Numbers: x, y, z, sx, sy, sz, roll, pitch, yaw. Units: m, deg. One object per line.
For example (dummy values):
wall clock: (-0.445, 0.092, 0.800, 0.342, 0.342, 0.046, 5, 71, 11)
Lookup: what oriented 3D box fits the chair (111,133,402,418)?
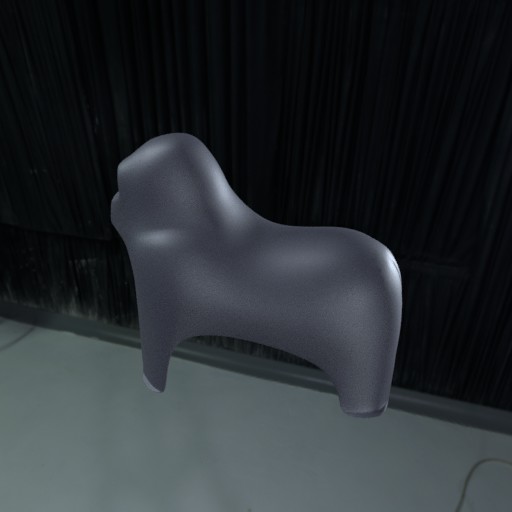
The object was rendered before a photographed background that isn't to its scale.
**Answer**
chair: (0.000, 0.000, 1.150, 0.758, 0.600, 0.490, 8, 31, 13)
